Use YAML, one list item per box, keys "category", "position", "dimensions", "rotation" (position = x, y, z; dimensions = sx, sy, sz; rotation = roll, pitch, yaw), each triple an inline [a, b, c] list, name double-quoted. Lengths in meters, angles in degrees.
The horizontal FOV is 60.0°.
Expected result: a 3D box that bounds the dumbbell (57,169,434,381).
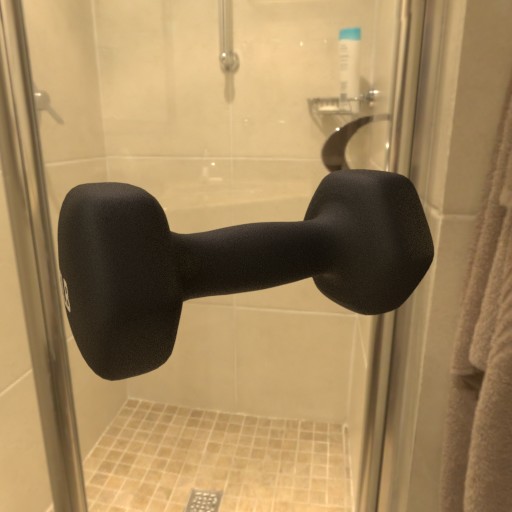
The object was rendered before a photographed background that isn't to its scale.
- category: "dumbbell"
  position: [0.000, 0.000, 0.286]
  dimensions: [0.231, 0.101, 0.112]
  rotation: [-8, 18, -27]
